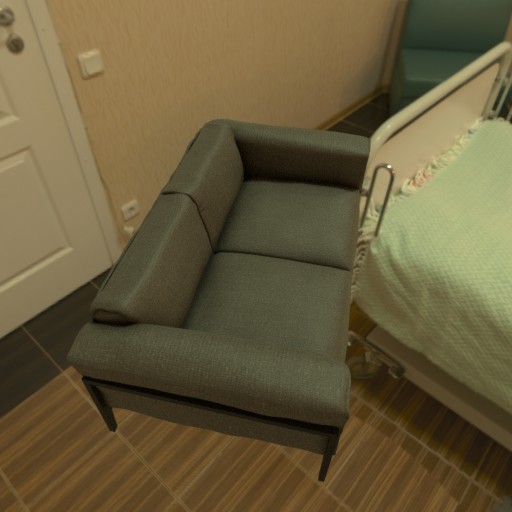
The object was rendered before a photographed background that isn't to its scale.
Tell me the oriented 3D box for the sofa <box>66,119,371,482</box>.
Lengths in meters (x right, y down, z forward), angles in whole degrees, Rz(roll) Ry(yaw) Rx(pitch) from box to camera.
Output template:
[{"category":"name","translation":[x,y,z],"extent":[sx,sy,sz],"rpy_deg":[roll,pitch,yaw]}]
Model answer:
[{"category":"sofa","translation":[0.000,0.000,2.136],"extent":[0.960,0.656,1.690],"rpy_deg":[9,46,9]}]
